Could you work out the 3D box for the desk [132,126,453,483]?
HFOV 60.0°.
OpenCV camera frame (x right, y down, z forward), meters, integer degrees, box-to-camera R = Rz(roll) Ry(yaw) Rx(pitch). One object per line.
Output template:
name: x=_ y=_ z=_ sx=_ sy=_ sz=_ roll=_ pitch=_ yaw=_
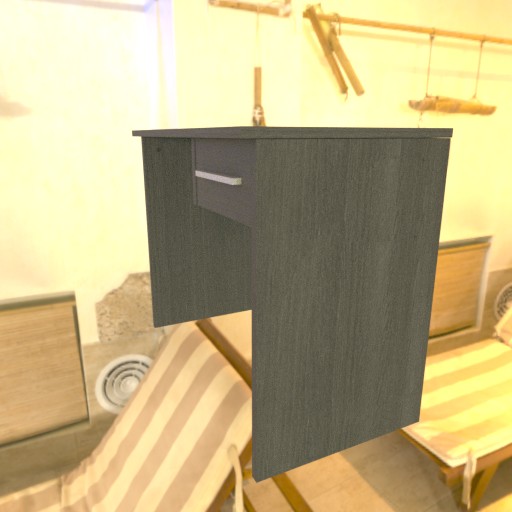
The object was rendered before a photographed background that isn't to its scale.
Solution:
desk: x=0.000 y=0.000 z=1.320 sx=0.498 sy=0.724 sz=0.893 roll=-7 pitch=17 yaw=-25
